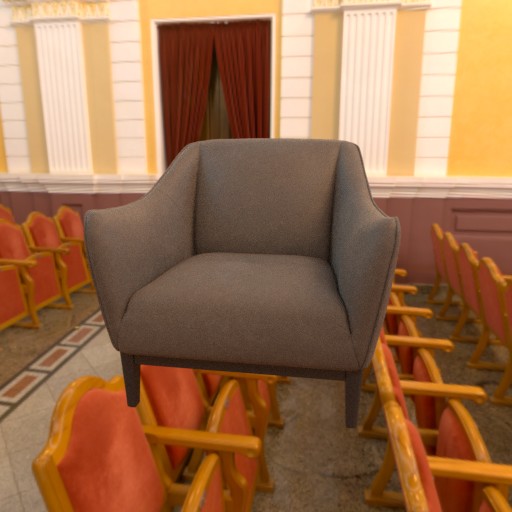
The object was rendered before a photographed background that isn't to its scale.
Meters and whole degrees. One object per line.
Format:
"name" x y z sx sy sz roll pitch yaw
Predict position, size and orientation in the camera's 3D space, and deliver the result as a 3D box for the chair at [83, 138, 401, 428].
"chair" 0.000 0.000 1.589 0.871 0.830 0.852 2 14 9
